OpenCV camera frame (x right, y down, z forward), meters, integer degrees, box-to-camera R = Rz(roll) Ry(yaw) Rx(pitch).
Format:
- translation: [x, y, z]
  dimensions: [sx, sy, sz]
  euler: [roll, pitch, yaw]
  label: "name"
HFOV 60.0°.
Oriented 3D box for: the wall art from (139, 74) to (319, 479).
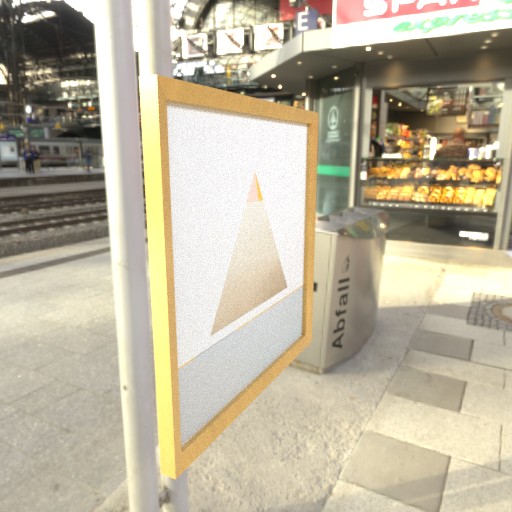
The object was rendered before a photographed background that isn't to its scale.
- translation: [0.000, 0.000, 2.899]
  dimensions: [0.097, 1.936, 1.935]
  euler: [7, 14, 27]
  label: "wall art"
